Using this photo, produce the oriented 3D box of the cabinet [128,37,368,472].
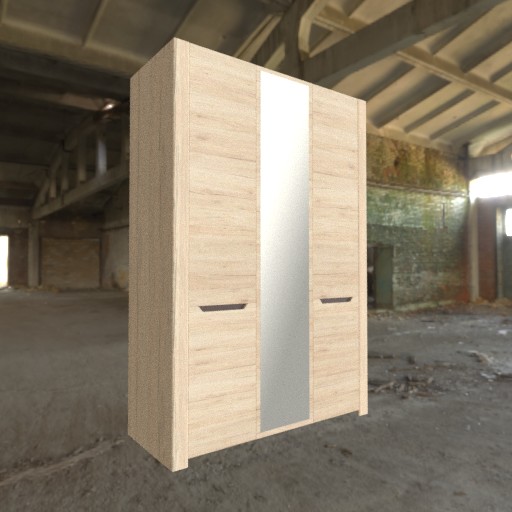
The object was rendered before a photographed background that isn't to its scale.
[{"bbox_3d":[0.000,0.000,2.749,1.400,2.070,0.580,1,-2,-36],"label":"cabinet"}]
